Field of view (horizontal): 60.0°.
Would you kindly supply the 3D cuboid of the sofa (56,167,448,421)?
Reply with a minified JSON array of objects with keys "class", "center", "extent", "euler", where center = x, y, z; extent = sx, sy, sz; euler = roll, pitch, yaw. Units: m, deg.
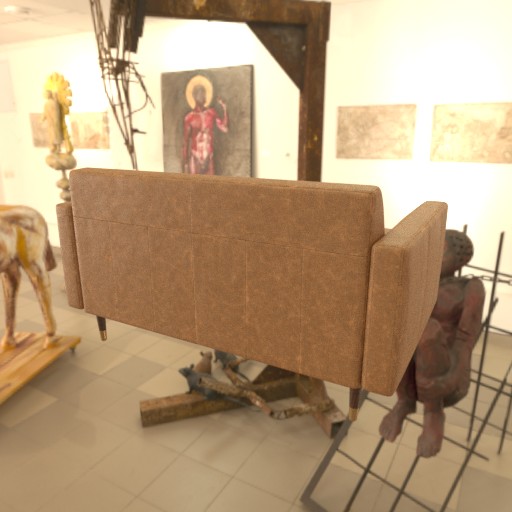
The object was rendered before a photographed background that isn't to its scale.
[{"class":"sofa","center":[0.000,0.000,2.068],"extent":[1.549,0.820,0.960],"euler":[9,19,28]}]
